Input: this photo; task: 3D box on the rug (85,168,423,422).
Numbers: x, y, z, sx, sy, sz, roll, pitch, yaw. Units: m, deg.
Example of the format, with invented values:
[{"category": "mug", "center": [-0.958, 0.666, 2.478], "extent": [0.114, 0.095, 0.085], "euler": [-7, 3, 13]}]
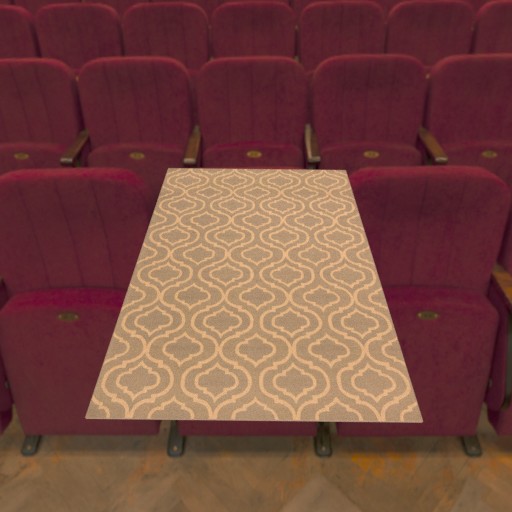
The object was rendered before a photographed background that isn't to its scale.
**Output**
[{"category": "rug", "center": [0.000, 0.000, 2.170], "extent": [1.141, 0.015, 1.749], "euler": [0, 39, 0]}]
